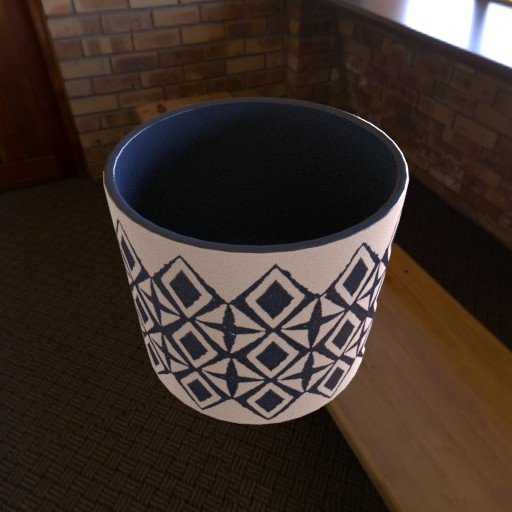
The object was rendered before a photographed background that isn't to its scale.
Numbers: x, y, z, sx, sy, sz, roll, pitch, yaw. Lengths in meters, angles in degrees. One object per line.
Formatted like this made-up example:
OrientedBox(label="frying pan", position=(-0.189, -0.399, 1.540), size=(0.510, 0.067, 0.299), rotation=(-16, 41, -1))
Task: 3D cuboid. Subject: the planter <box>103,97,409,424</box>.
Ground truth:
OrientedBox(label="planter", position=(0.000, 0.000, 0.324), size=(0.182, 0.165, 0.182), rotation=(0, 42, 0))
